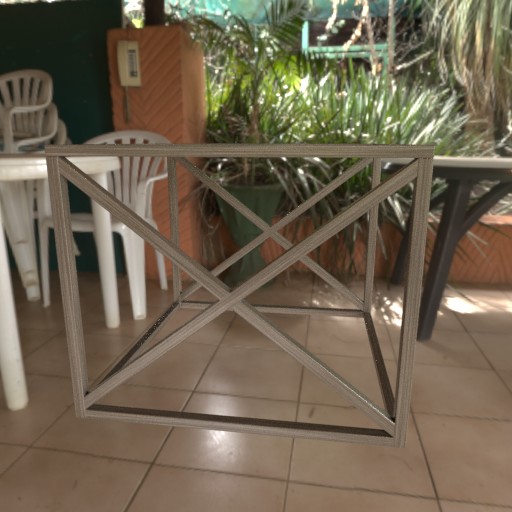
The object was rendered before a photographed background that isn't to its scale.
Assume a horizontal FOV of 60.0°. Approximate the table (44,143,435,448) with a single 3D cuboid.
[{"bbox_3d":[0.000,0.000,1.035,0.611,0.507,0.609,2,15,8],"label":"table"}]
